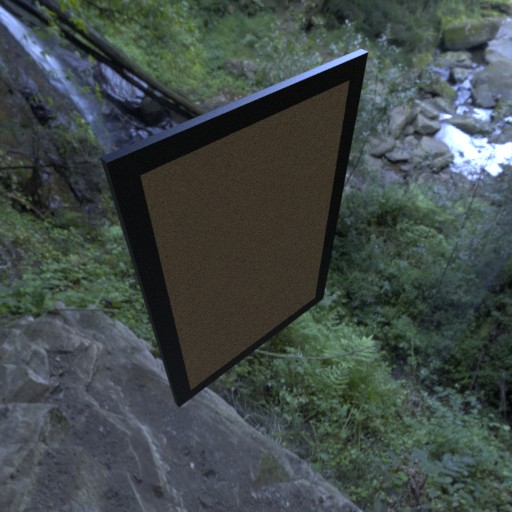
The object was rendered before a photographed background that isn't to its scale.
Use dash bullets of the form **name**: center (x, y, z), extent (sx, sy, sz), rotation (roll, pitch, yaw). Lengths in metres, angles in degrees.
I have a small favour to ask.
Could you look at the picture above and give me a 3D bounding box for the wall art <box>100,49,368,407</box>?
- **wall art**: center (0.000, 0.000, 0.698), extent (0.381, 0.534, 0.013), rotation (-32, 55, -26)
